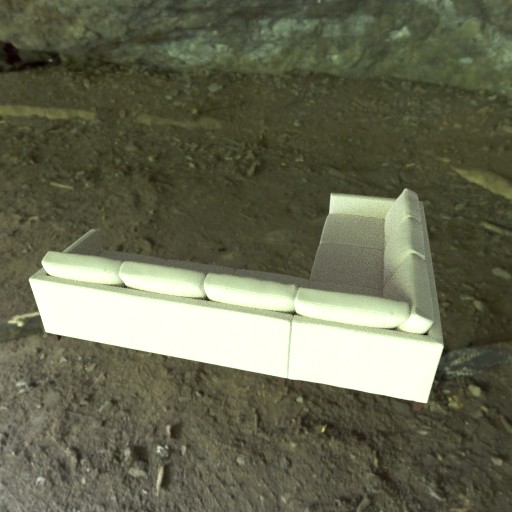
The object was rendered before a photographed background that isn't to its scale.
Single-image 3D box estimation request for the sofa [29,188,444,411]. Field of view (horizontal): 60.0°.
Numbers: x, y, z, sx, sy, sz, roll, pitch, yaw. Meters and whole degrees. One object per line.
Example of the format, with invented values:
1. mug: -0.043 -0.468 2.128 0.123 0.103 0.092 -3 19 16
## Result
1. sofa: 0.000 0.000 4.357 3.182 0.863 2.432 8 32 12
